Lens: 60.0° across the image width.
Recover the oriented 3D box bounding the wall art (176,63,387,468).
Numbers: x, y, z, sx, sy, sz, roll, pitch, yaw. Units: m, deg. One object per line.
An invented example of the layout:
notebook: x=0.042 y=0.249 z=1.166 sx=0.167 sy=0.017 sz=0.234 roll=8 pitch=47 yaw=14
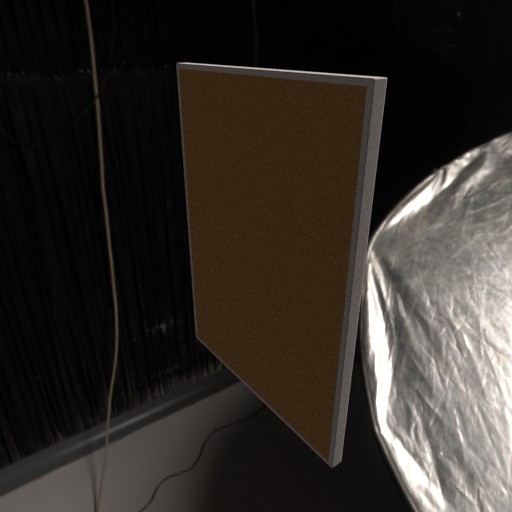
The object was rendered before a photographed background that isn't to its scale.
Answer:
wall art: x=0.000 y=0.000 z=1.565 sx=0.046 sy=1.221 sz=0.914 roll=-18 pitch=31 yaw=-33
